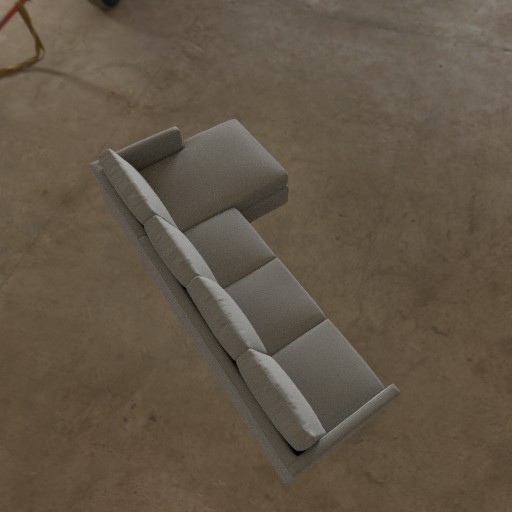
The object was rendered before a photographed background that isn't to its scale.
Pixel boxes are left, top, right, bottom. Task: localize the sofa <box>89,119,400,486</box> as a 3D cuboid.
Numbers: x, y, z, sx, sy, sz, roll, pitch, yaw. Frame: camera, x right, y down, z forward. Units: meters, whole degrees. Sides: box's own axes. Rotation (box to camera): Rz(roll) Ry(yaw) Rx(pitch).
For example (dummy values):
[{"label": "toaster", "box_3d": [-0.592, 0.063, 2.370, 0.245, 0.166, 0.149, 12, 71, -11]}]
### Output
[{"label": "sofa", "box_3d": [0.000, 0.000, 3.869, 1.622, 0.867, 3.177, -30, 63, -17]}]
